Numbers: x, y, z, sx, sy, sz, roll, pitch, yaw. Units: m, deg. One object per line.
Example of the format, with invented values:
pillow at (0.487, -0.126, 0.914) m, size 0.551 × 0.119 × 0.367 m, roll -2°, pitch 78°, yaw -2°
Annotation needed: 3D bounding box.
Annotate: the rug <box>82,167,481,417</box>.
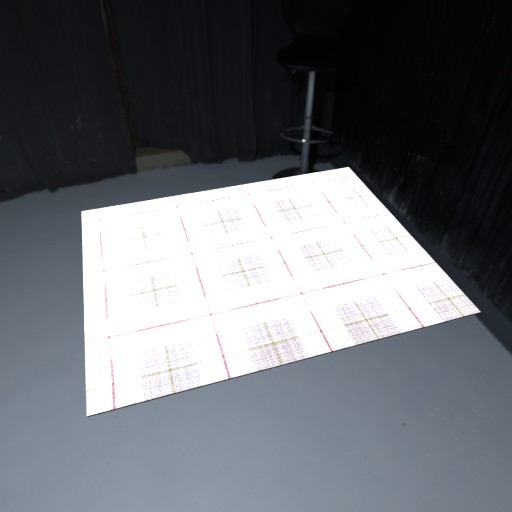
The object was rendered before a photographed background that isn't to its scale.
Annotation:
rug at (0.000, 0.000, 3.967) m, size 2.959 × 0.016 × 2.317 m, roll -12°, pitch 43°, yaw -13°
